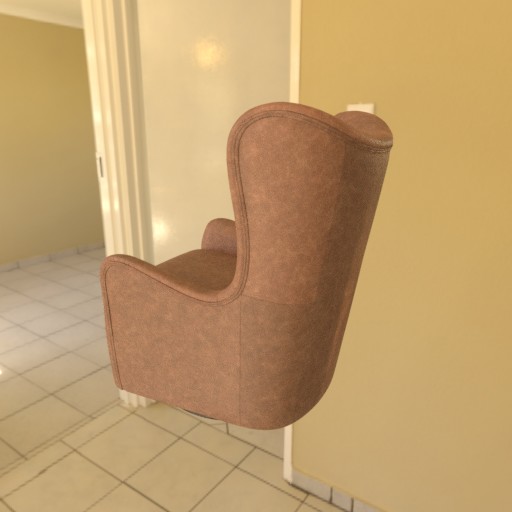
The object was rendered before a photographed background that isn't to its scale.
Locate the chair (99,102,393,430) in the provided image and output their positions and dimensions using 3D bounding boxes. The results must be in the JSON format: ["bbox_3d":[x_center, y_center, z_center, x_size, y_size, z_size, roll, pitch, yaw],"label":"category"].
[{"bbox_3d":[0.000,0.000,1.708,0.930,1.079,0.831,8,18,25],"label":"chair"}]
